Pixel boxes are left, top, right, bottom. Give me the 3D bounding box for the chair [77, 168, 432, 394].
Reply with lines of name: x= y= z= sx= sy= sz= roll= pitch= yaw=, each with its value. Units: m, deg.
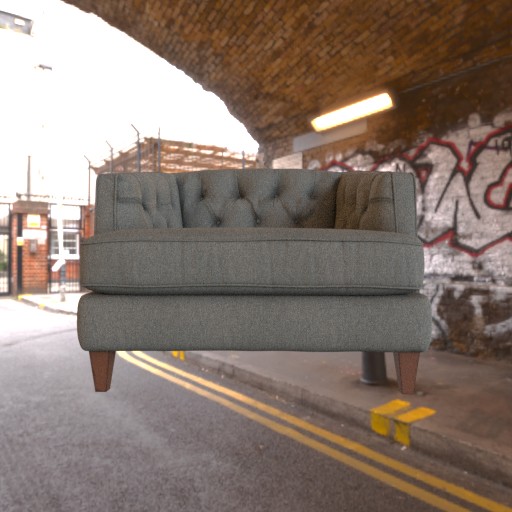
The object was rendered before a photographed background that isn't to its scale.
chair: x=0.000 y=0.000 z=1.734 sx=1.094 sy=0.852 sz=0.945 roll=0 pitch=-1 yaw=1
